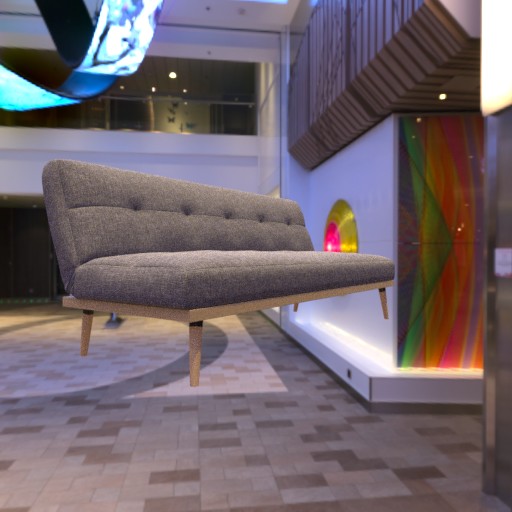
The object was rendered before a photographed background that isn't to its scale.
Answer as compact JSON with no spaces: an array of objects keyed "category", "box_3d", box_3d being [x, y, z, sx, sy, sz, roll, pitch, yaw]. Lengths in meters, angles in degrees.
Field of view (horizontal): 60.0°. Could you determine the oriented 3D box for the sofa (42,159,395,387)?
[{"category":"sofa","box_3d":[0.000,0.000,2.229,0.820,0.770,1.820,0,1,36]}]
